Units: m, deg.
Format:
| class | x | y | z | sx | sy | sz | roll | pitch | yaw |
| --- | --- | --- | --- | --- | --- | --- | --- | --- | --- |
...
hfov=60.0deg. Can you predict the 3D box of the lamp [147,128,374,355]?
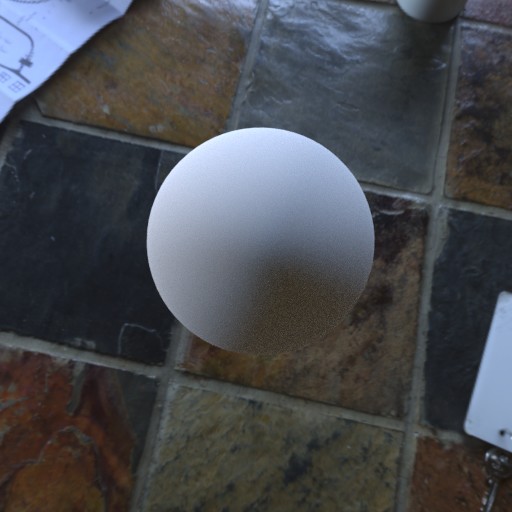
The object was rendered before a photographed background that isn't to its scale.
| class | x | y | z | sx | sy | sz | roll | pitch | yaw |
| --- | --- | --- | --- | --- | --- | --- | --- | --- | --- |
| lamp | 0.000 | 0.000 | 0.338 | 0.141 | 0.250 | 0.152 | -31 | 78 | -7 |
